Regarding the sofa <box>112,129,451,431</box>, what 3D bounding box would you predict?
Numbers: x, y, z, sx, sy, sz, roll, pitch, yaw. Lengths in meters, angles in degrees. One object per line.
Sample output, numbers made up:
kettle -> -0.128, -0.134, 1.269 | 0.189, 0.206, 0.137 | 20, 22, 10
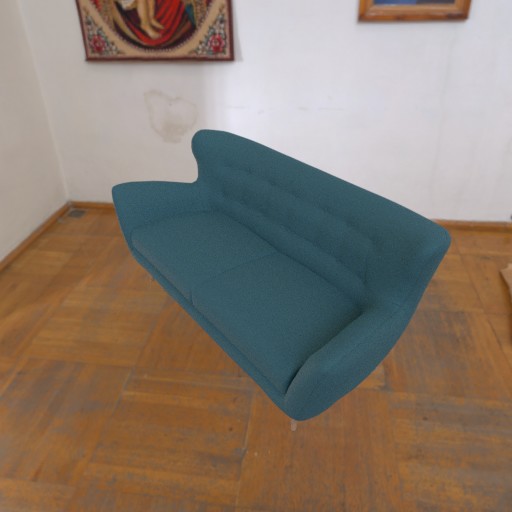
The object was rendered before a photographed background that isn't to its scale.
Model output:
sofa -> 0.000, 0.000, 2.458 | 0.889, 0.890, 1.930 | -23, 40, -31
